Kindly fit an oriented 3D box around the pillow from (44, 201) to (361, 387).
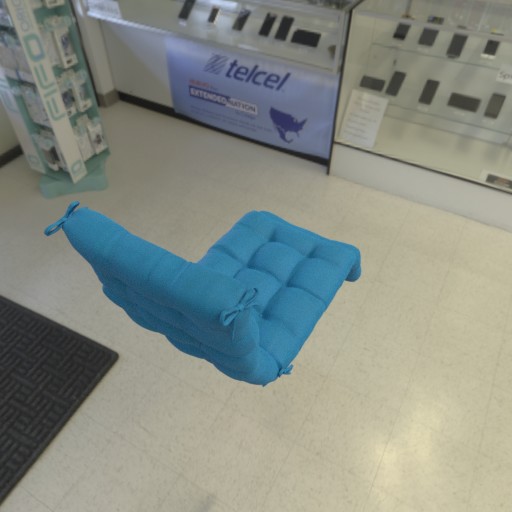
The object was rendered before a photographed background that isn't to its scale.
[{"bbox_3d":[0.000,0.000,1.480,0.526,0.863,1.016,24,51,22],"label":"pillow"}]
